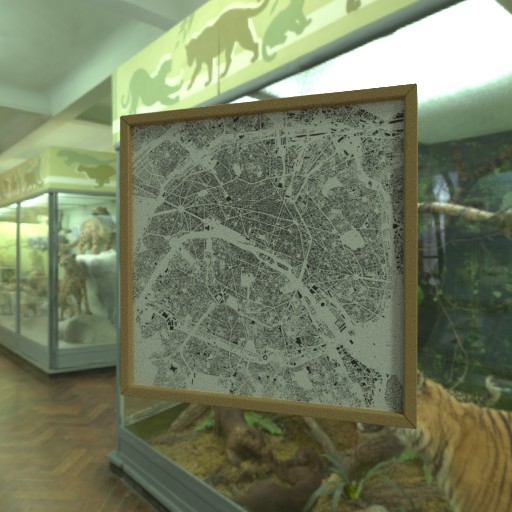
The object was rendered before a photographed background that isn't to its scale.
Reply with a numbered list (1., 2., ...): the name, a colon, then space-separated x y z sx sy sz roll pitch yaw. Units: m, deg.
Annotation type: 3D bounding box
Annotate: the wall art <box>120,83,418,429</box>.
1. wall art: 0.000 0.000 0.745 0.509 0.509 0.036 0 0 18
